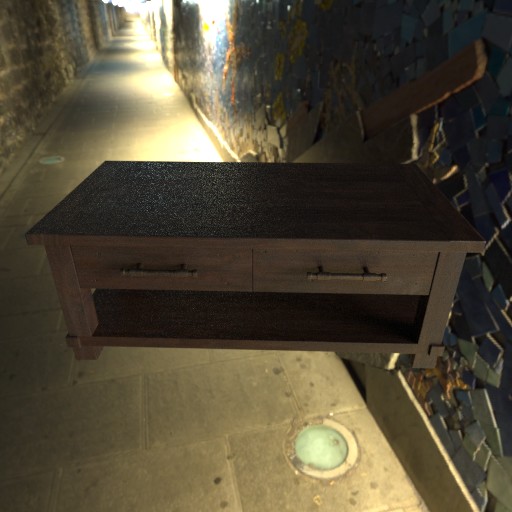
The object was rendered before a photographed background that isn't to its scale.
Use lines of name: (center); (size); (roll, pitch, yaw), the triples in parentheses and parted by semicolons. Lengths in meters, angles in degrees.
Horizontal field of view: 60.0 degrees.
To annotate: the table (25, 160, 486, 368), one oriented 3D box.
table: (0.000, 0.000, 1.628); (1.270, 0.494, 0.700); (1, 29, 2)
